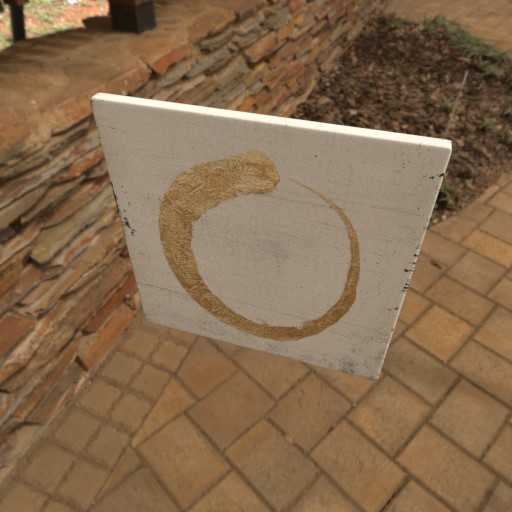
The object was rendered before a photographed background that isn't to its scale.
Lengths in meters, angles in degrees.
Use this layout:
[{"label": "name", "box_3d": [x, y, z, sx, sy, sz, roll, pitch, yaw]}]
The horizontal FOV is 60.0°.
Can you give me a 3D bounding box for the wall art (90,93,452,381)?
[{"label": "wall art", "box_3d": [0.000, 0.000, 1.157, 0.762, 0.762, 0.038, 12, 43, 13]}]
